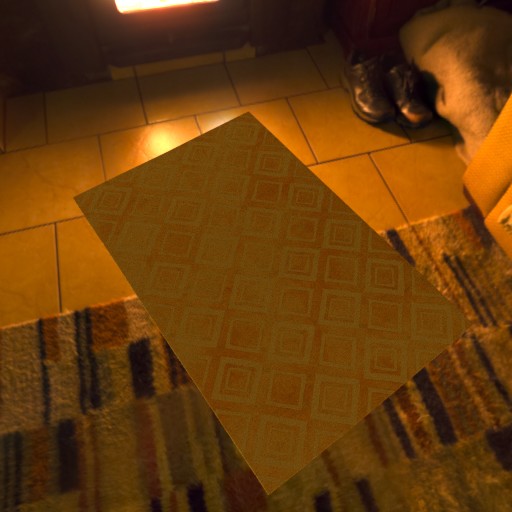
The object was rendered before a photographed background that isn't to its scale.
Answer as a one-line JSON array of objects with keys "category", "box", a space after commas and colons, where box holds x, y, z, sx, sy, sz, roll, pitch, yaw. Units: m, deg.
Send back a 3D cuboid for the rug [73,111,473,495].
[{"category": "rug", "box": [0.000, 0.000, 2.288, 1.213, 0.010, 1.829, -32, 64, -18]}]
